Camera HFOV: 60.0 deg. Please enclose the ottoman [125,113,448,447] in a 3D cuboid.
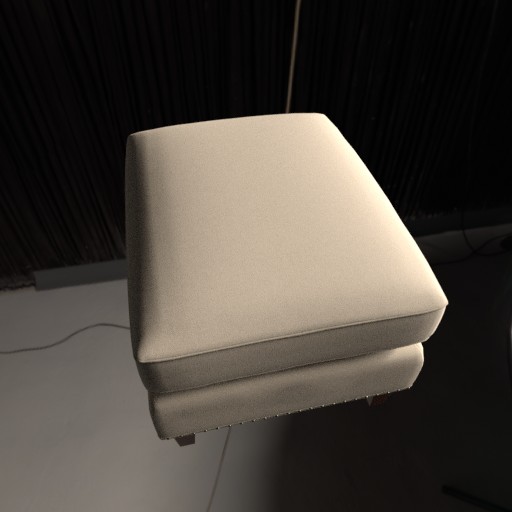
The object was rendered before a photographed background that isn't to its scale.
[{"bbox_3d":[0.000,0.000,1.133,0.584,0.513,0.741,-9,46,-9],"label":"ottoman"}]
